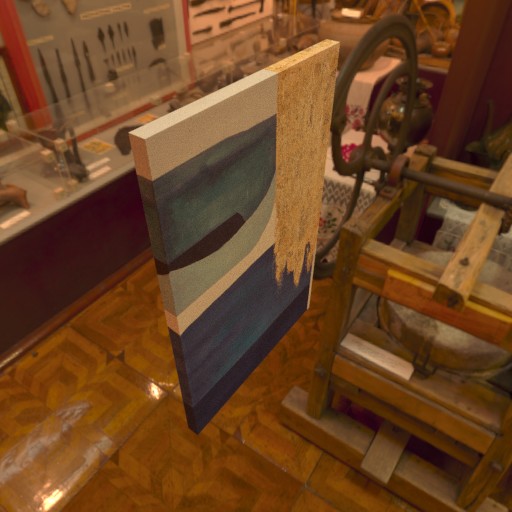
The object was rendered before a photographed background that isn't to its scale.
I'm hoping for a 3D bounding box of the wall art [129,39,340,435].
[{"bbox_3d":[0.000,0.000,1.153,0.039,0.911,0.607,26,47,26],"label":"wall art"}]
